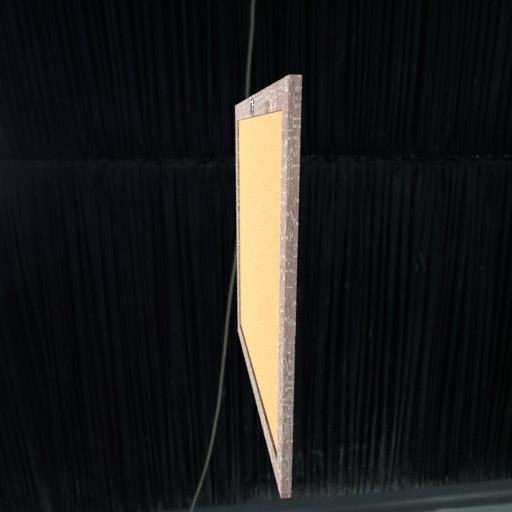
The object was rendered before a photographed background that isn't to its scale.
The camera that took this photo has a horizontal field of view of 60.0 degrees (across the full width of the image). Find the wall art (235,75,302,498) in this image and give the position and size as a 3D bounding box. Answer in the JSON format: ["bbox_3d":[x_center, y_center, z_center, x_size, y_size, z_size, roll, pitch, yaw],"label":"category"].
[{"bbox_3d":[0.000,0.000,0.563,0.012,0.384,0.384,-2,16,-8],"label":"wall art"}]
